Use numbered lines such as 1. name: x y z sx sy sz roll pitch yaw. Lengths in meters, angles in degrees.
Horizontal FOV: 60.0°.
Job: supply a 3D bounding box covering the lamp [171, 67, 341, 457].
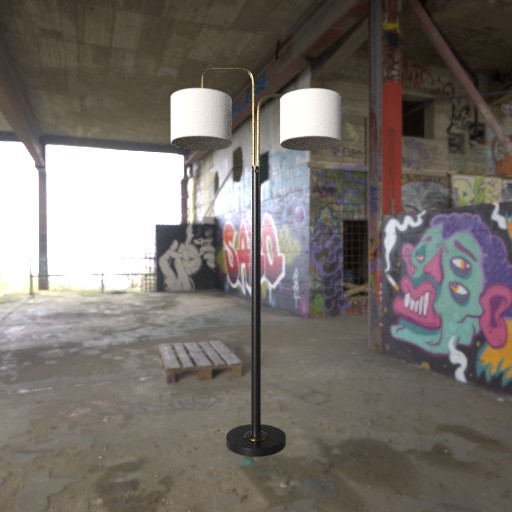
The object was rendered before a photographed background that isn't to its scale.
1. lamp: 0.000 0.000 1.872 0.711 1.587 0.254 0 1 0
